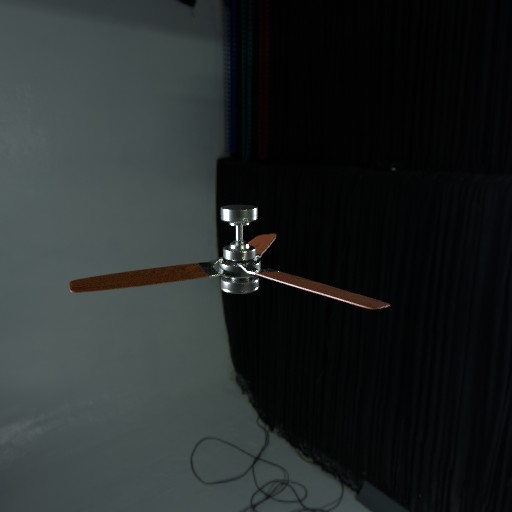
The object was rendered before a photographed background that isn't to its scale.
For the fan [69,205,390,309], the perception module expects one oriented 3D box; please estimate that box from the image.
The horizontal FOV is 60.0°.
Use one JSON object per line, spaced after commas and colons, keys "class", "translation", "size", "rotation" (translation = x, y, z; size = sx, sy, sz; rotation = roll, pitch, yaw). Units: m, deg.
{"class": "fan", "translation": [0.000, 0.000, 2.025], "size": [1.416, 0.410, 1.271], "rotation": [-13, 20, -42]}
